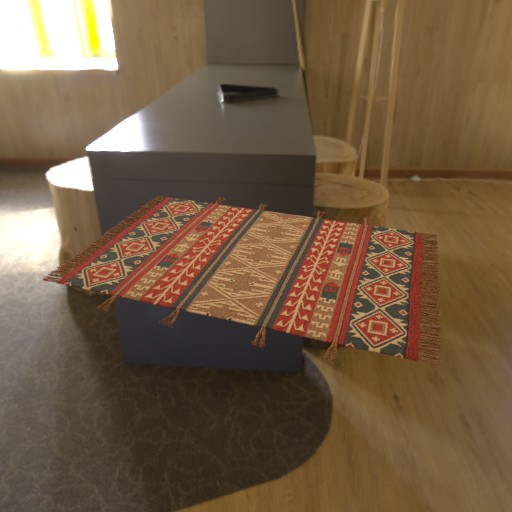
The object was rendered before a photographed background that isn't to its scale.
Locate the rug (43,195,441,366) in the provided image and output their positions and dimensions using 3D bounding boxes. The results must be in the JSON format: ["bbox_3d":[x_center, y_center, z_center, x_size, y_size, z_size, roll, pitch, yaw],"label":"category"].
[{"bbox_3d":[0.000,0.000,2.583,2.025,0.040,1.469,10,32,16],"label":"rug"}]
